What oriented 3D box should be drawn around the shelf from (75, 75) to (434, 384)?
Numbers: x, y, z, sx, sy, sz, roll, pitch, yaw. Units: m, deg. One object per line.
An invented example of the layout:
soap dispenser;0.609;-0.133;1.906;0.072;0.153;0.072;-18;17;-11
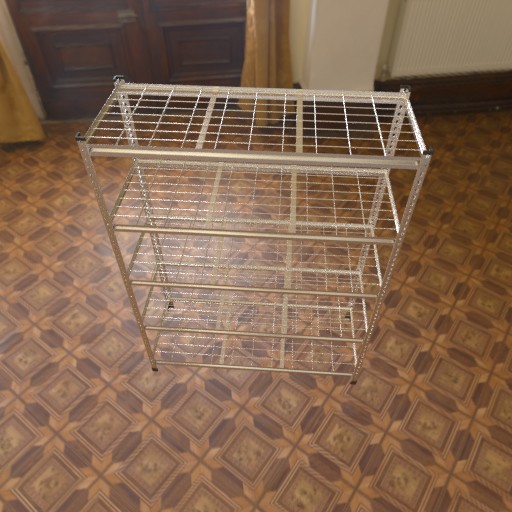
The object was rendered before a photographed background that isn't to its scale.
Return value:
shelf;0.000;0.000;2.787;1.524;1.981;0.610;3;46;3
